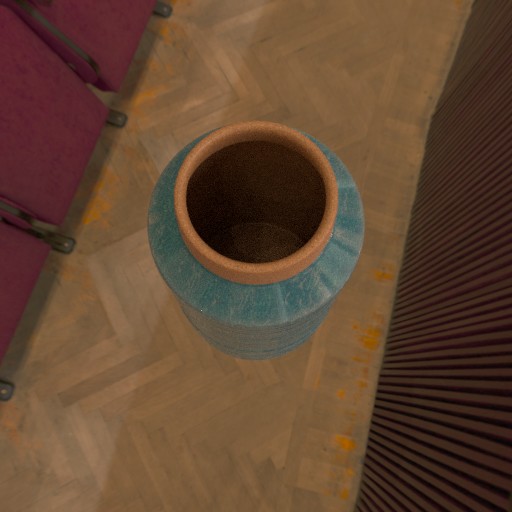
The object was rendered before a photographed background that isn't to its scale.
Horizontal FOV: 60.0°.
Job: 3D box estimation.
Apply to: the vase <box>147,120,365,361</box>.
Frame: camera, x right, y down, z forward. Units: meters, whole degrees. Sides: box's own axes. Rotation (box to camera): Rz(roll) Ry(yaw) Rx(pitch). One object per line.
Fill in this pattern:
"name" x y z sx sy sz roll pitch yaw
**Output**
"vase" 0.000 0.000 0.370 0.163 0.267 0.163 0 75 0
